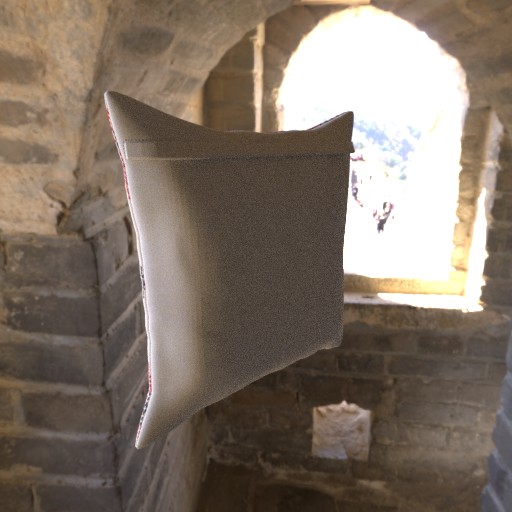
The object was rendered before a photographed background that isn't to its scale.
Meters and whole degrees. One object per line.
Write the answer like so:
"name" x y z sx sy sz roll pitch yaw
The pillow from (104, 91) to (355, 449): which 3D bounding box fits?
"pillow" 0.000 0.000 0.694 0.463 0.454 0.160 -14 20 -42
